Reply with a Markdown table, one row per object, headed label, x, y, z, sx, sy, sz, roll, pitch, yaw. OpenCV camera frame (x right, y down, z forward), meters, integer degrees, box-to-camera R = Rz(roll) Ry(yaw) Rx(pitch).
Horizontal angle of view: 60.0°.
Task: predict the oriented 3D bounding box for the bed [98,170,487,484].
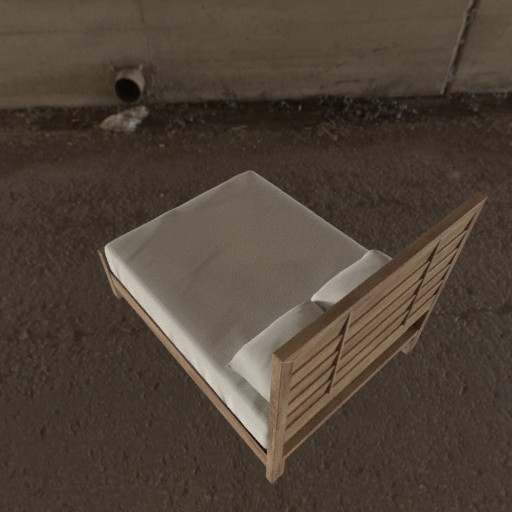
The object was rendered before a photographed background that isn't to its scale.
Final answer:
| label | x | y | z | sx | sy | sz | roll | pitch | yaw |
| --- | --- | --- | --- | --- | --- | --- | --- | --- | --- |
| bed | 0.000 | 0.000 | 3.341 | 1.626 | 1.626 | 2.197 | -32 | 55 | -27 |
